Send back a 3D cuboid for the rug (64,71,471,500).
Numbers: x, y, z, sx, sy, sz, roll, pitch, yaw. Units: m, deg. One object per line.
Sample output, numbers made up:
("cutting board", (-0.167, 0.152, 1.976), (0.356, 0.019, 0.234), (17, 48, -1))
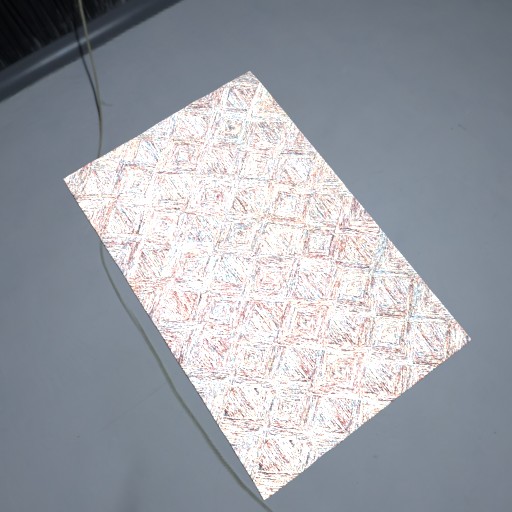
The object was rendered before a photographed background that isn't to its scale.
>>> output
("rug", (0.000, 0.000, 2.105), (1.143, 0.014, 1.761), (-34, 77, -9))
